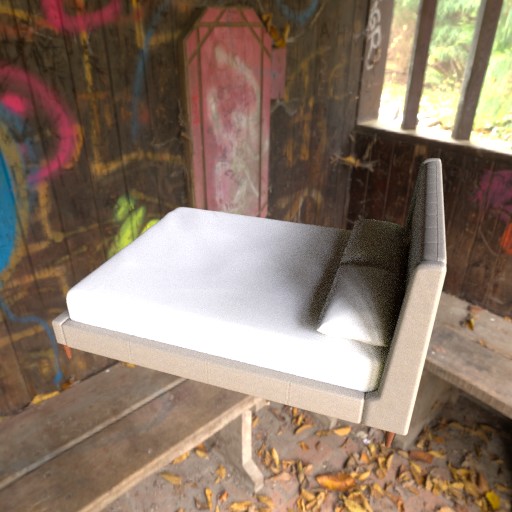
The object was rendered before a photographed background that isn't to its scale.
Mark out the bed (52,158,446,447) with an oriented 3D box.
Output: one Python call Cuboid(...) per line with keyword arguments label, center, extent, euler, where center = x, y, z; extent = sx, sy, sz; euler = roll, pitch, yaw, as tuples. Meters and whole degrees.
Cuboid(label="bed", center=(0.000, 0.000, 3.079), extent=(2.232, 1.147, 1.656), euler=(10, 30, 17))
